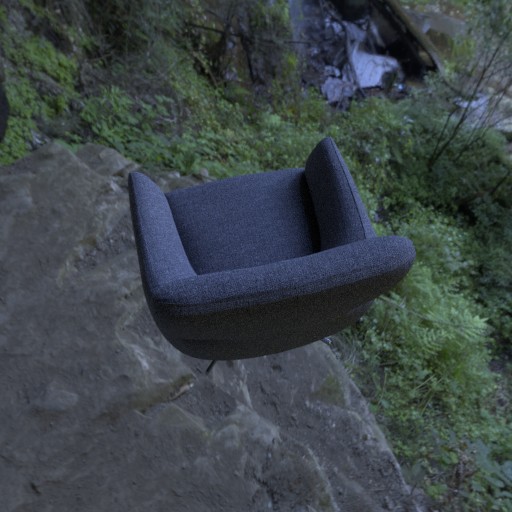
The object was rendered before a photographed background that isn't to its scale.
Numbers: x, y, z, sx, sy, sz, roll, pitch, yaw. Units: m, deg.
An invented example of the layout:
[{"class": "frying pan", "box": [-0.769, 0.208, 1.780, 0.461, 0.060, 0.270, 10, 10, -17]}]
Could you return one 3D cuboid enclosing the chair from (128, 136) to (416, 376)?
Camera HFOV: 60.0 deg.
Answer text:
[{"class": "chair", "box": [0.000, 0.000, 1.400, 0.706, 0.812, 0.715, -12, 59, -7]}]
